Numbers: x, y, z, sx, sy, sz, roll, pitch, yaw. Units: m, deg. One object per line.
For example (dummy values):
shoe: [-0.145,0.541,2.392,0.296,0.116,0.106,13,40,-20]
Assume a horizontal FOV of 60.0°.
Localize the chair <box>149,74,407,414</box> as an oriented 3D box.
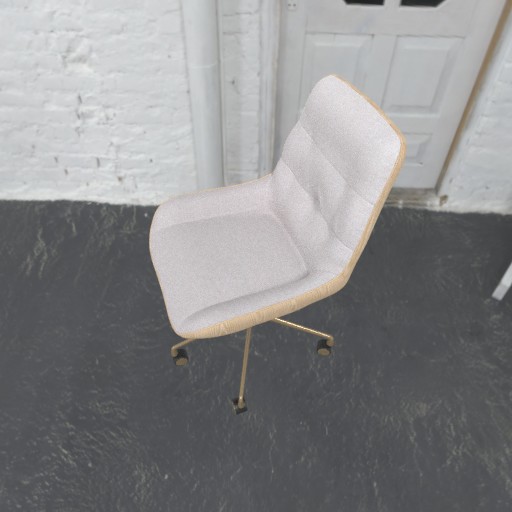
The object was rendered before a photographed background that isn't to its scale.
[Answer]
chair: [0.000,0.000,1.407,0.668,0.952,0.564,-16,50,-14]
